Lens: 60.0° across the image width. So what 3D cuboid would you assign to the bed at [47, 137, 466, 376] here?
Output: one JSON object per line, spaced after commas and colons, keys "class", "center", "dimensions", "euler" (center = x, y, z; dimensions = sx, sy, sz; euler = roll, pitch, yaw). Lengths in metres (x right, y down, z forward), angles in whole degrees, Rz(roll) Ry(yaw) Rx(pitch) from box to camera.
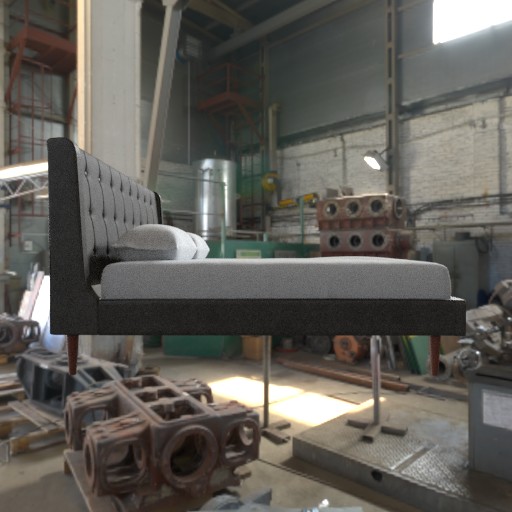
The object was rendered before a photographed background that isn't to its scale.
{"class": "bed", "center": [0.000, 0.000, 3.075], "dimensions": [2.031, 1.158, 1.903], "euler": [0, 0, 0]}
